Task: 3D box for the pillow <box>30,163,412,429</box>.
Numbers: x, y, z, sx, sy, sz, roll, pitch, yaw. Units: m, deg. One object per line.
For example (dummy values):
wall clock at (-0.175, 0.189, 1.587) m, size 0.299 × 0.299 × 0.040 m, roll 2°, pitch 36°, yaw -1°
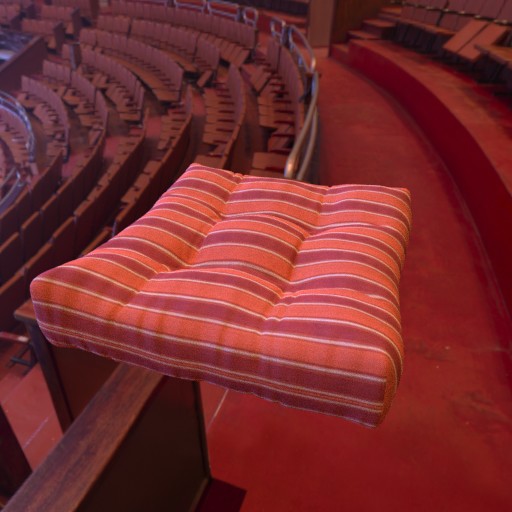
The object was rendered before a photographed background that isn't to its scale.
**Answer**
pillow at (0.000, 0.000, 0.708) m, size 0.468 × 0.133 × 0.490 m, roll 10°, pitch 33°, yaw 15°
